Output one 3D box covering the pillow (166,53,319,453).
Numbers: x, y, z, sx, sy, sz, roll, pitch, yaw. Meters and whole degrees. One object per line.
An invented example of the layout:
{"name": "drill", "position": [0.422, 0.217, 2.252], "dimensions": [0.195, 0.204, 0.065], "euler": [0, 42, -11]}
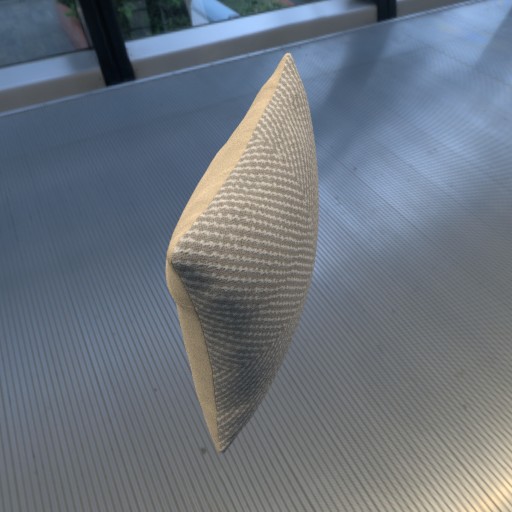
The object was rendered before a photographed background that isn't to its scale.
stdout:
{"name": "pillow", "position": [0.000, 0.000, 0.698], "dimensions": [0.181, 0.458, 0.459], "euler": [12, 47, 11]}
